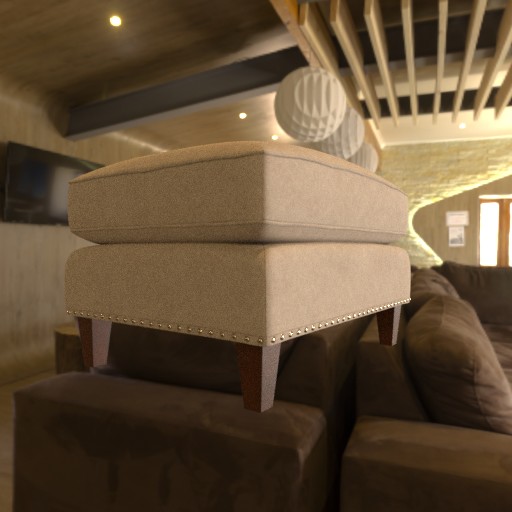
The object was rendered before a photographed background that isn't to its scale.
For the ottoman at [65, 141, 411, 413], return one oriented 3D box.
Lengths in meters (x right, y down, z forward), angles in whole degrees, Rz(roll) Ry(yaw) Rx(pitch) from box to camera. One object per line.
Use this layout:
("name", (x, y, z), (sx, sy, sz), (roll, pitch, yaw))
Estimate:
("ottoman", (0.000, 0.000, 1.159), (0.584, 0.513, 0.741), (1, 1, 36))
